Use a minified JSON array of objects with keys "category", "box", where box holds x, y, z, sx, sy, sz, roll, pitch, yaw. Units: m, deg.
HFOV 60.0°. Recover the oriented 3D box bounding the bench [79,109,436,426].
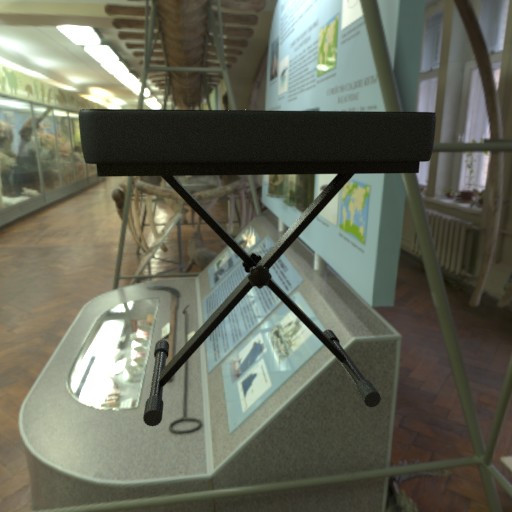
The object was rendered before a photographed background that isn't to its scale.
[{"category":"bench","box":[0.000,0.000,0.926,0.600,0.561,0.300,-2,15,-8]}]
